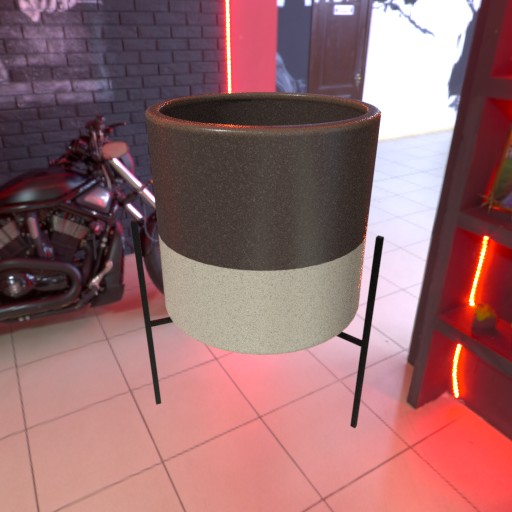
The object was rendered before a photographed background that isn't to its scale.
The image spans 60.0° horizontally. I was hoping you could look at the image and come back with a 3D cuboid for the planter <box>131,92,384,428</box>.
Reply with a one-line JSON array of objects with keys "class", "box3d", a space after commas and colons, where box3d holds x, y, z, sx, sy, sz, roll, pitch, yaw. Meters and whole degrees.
[{"class": "planter", "box3d": [0.000, 0.000, 0.537, 0.250, 0.353, 0.260, 1, 27, 2]}]
